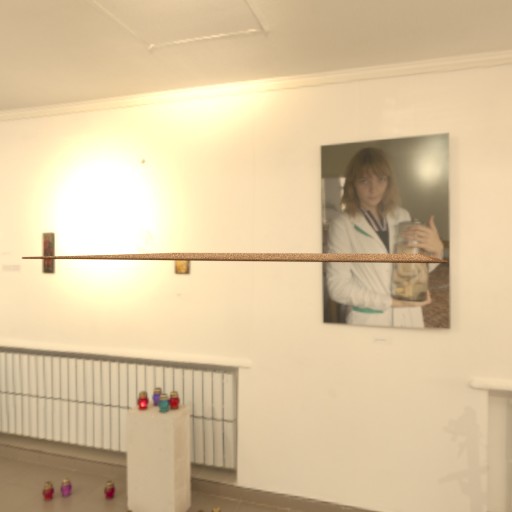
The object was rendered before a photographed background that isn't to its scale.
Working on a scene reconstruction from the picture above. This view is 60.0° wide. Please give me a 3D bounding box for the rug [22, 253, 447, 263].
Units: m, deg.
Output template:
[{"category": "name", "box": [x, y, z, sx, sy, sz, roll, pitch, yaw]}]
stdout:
[{"category": "rug", "box": [0.000, 0.000, 4.138, 3.050, 0.015, 2.441, 0, 1, 17]}]
